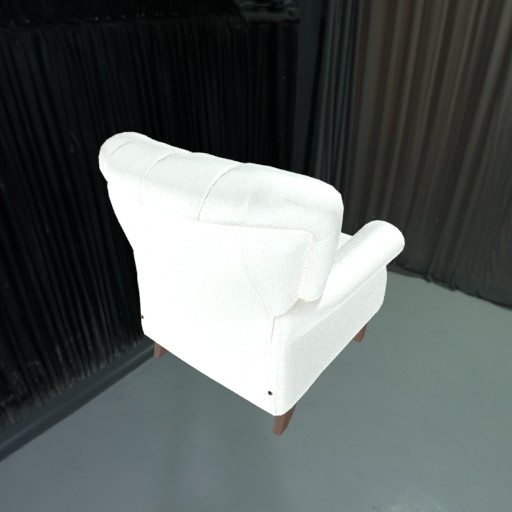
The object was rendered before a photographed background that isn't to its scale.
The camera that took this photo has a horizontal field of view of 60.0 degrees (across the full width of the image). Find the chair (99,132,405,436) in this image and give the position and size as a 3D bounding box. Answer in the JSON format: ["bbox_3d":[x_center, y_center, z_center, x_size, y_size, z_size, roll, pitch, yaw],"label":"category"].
[{"bbox_3d":[0.000,0.000,2.010,1.035,1.169,1.132,22,37,32],"label":"chair"}]
